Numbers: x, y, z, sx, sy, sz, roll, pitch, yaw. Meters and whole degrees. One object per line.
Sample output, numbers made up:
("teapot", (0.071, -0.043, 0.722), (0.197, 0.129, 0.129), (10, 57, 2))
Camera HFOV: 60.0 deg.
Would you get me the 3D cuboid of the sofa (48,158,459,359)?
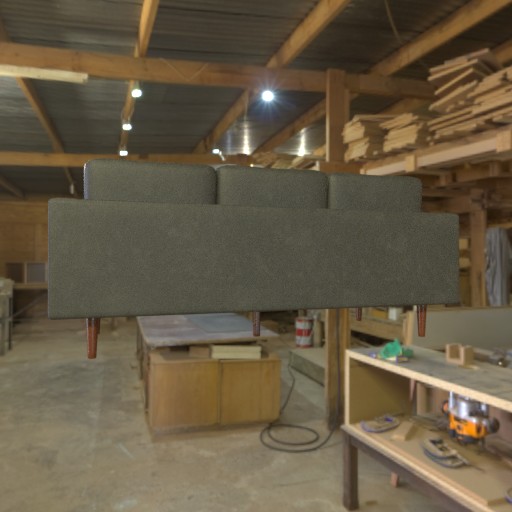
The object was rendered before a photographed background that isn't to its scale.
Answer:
("sofa", (0.000, 0.000, 2.494), (2.029, 0.899, 0.879), (0, 0, -18))
